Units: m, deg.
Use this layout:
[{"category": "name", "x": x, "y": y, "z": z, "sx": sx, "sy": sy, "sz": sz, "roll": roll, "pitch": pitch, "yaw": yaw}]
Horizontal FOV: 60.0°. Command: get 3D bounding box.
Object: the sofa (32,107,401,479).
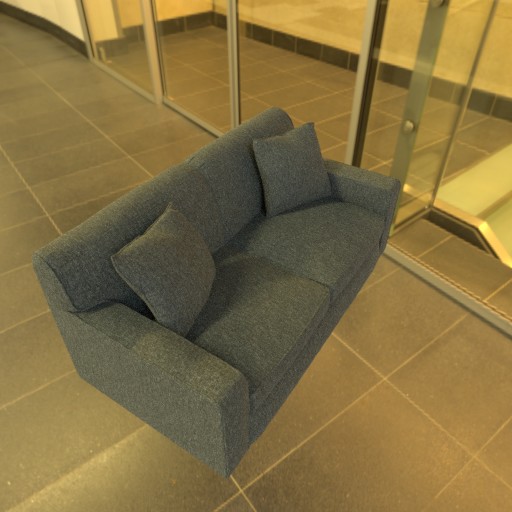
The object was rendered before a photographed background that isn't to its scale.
[{"category": "sofa", "x": 0.000, "y": 0.000, "z": 2.402, "sx": 0.998, "sy": 0.958, "sz": 1.846, "roll": 23, "pitch": 45, "yaw": 25}]
